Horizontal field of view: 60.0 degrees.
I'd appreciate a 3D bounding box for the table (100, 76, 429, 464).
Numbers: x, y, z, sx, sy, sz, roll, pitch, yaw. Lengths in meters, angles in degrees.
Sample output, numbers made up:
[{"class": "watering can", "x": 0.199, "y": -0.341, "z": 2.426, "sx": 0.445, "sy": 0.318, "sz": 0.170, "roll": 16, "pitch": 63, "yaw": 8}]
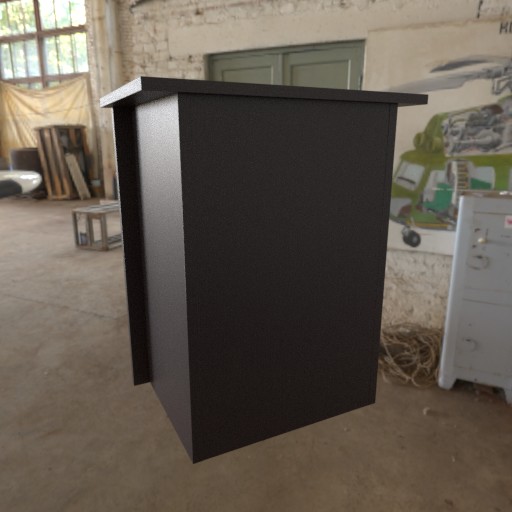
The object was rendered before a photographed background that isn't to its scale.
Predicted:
[{"class": "table", "x": 0.000, "y": 0.000, "z": 1.048, "sx": 0.589, "sy": 0.711, "sz": 0.408, "roll": -7, "pitch": 16, "yaw": -26}]
